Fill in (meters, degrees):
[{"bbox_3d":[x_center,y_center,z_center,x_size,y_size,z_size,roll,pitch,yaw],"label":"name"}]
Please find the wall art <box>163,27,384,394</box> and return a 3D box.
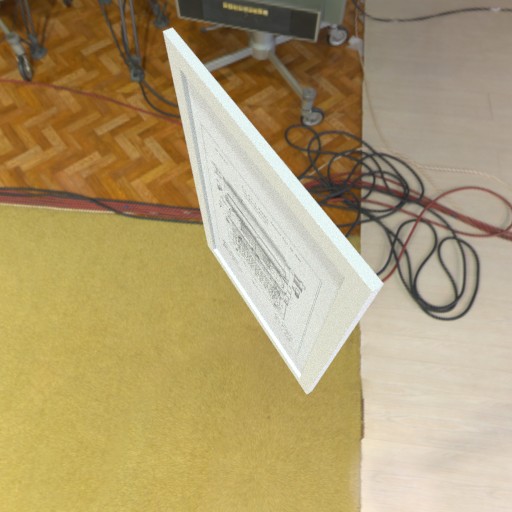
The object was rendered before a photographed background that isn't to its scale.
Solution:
[{"bbox_3d":[0.000,0.000,0.680,0.013,0.533,0.381,-30,67,-14],"label":"wall art"}]
